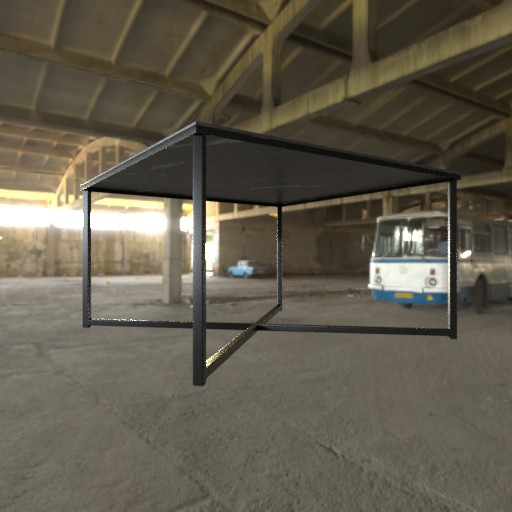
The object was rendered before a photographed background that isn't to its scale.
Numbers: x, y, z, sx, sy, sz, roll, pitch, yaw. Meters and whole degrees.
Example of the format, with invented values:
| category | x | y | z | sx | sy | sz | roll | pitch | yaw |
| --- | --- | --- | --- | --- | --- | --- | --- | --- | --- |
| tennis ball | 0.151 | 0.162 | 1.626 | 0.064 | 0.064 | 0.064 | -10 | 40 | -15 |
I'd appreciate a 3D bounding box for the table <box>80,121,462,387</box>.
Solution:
| category | x | y | z | sx | sy | sz | roll | pitch | yaw |
| --- | --- | --- | --- | --- | --- | --- | --- | --- | --- |
| table | 0.000 | 0.000 | 1.299 | 0.800 | 0.450 | 0.800 | 0 | 0 | -35 |
